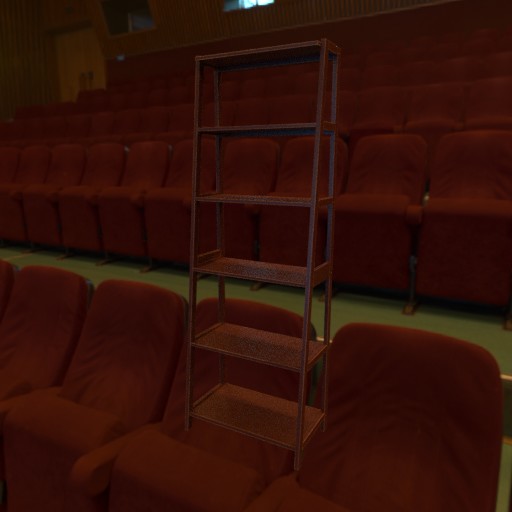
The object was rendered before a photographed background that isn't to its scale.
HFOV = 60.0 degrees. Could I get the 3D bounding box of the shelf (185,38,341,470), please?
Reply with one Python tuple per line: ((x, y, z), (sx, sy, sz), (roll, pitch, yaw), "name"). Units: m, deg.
((0.000, 0.000, 2.172), (0.660, 1.892, 0.381), (7, 14, 28), "shelf")
